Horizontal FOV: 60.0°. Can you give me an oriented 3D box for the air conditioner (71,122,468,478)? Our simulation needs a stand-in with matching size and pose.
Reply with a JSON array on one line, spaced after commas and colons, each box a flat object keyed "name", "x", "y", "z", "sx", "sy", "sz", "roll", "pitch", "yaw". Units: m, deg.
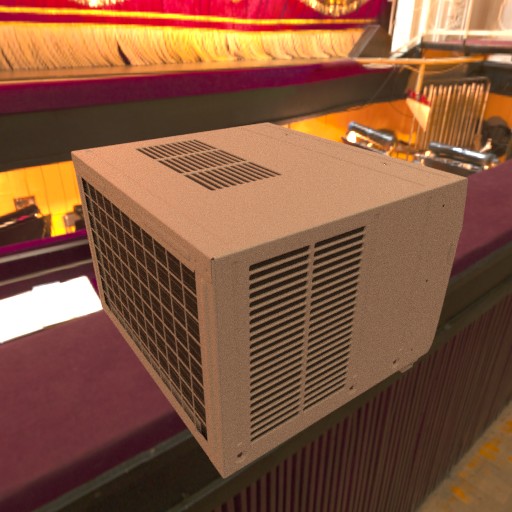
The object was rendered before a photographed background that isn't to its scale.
[{"name": "air conditioner", "x": 0.000, "y": 0.000, "z": 1.053, "sx": 0.599, "sy": 0.455, "sz": 0.645, "roll": -19, "pitch": 33, "yaw": -31}]
